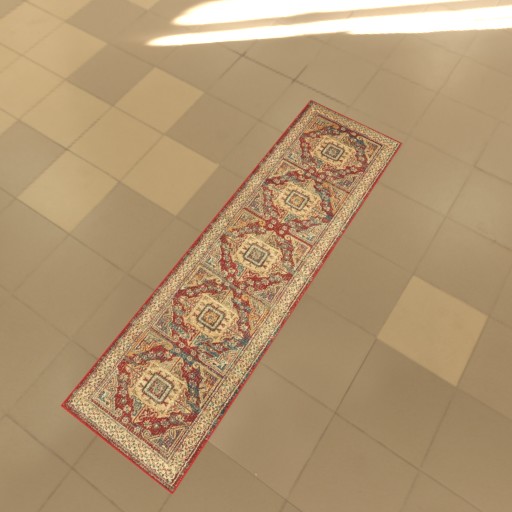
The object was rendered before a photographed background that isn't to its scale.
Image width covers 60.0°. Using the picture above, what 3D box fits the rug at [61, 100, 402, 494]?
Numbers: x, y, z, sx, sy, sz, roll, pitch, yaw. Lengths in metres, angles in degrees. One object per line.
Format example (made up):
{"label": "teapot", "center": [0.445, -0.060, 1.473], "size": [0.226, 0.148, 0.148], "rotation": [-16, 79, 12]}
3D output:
{"label": "rug", "center": [0.000, 0.000, 2.398], "size": [0.659, 0.015, 2.292], "rotation": [31, 68, 14]}
